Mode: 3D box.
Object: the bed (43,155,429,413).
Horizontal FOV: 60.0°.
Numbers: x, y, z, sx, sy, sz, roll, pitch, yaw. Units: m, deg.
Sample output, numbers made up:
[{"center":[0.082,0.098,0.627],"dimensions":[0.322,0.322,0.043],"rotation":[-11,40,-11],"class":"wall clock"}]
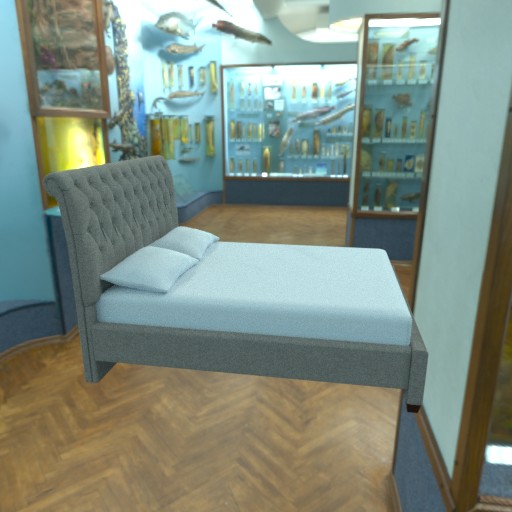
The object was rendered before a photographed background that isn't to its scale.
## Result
[{"center":[0.000,0.000,3.351],"dimensions":[2.252,1.371,1.645],"rotation":[3,17,10],"class":"bed"}]
